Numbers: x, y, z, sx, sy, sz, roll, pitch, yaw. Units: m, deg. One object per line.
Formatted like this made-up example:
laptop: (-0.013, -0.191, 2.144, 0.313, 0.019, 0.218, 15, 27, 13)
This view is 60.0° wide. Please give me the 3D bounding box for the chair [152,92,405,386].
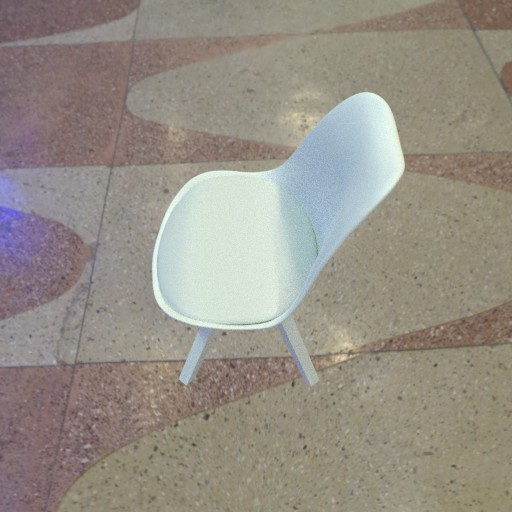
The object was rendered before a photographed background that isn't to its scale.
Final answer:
chair: (0.000, 0.000, 1.190, 0.550, 0.850, 0.485, 0, 57, 0)
